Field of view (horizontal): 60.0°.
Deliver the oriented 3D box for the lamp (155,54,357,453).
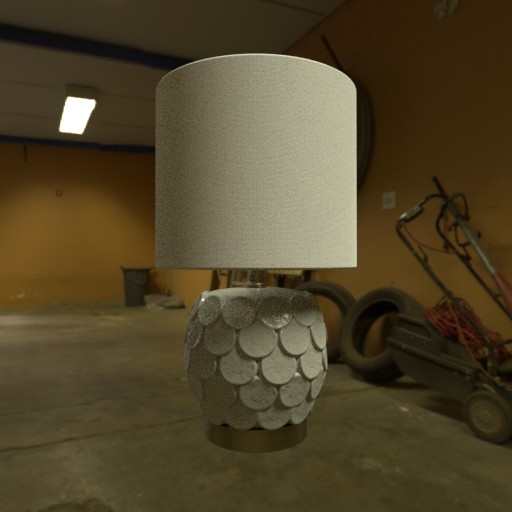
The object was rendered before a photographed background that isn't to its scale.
[{"bbox_3d":[0.000,0.000,0.574,0.254,0.452,0.254,0,-1,0],"label":"lamp"}]
